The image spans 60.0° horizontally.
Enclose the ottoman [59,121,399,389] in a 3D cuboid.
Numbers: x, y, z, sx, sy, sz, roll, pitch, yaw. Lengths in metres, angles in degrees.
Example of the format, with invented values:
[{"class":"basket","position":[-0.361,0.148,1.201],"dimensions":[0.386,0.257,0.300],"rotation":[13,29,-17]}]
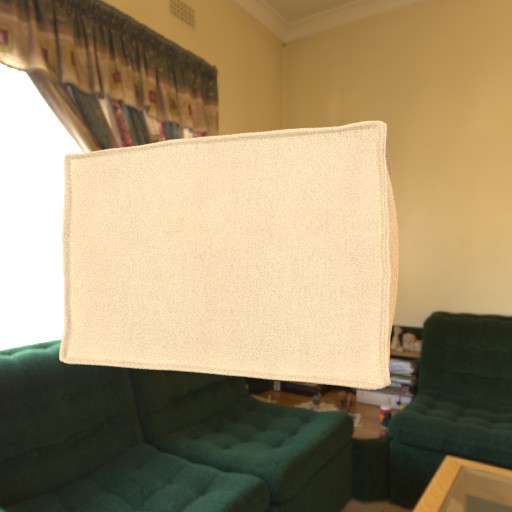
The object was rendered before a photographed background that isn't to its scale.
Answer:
[{"class":"ottoman","position":[0.000,0.000,1.155],"dimensions":[0.707,0.470,0.696],"rotation":[0,-1,17]}]
